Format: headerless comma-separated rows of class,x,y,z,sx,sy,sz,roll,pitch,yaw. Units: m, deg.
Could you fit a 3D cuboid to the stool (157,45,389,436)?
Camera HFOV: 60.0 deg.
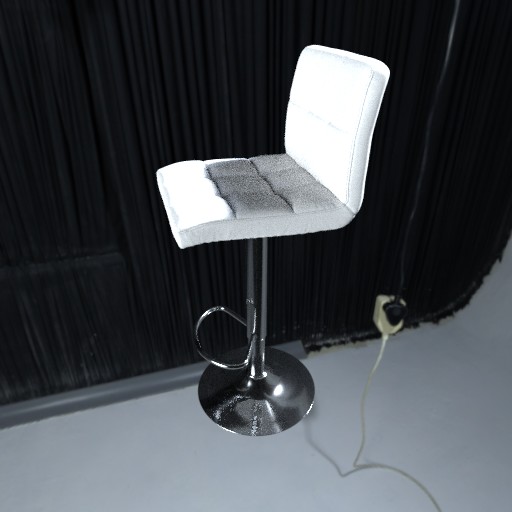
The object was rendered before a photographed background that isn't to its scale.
stool,0.000,0.000,1.335,0.505,1.115,0.430,-9,32,-14
